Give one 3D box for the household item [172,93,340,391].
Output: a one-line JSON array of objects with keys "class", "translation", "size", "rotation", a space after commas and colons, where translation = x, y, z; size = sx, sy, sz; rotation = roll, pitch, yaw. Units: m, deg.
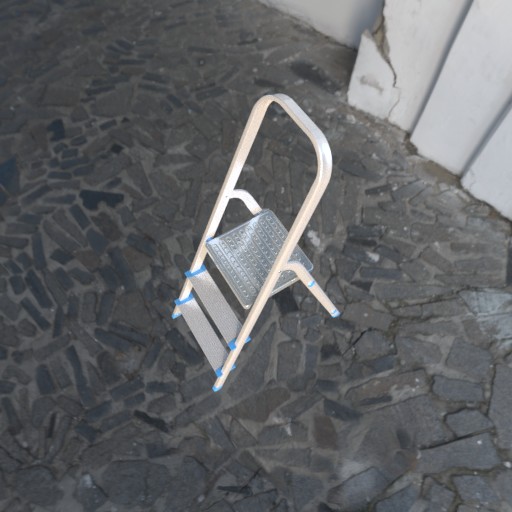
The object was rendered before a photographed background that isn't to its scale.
[{"class": "household item", "translation": [0.000, 0.000, 1.568], "size": [0.687, 1.215, 0.420], "rotation": [-29, 66, -14]}]
